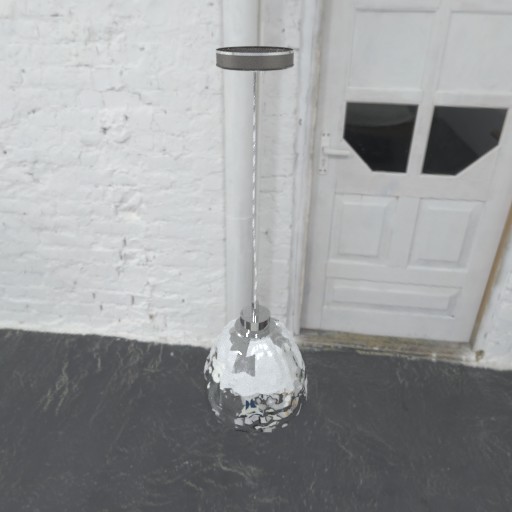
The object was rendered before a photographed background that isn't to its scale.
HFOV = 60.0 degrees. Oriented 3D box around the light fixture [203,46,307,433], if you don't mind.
[{"bbox_3d":[0.000,0.000,1.783,0.500,1.511,0.496,-8,30,-14],"label":"light fixture"}]
